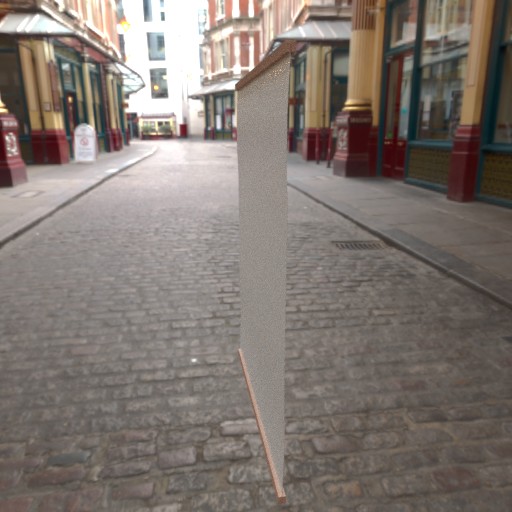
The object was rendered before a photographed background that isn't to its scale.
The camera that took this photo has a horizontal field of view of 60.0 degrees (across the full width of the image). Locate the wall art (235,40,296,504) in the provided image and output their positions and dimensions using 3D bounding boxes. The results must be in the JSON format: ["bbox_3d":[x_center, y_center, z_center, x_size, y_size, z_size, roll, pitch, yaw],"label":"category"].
[{"bbox_3d":[0.000,0.000,1.278,0.020,1.013,0.758,-3,16,-9],"label":"wall art"}]
